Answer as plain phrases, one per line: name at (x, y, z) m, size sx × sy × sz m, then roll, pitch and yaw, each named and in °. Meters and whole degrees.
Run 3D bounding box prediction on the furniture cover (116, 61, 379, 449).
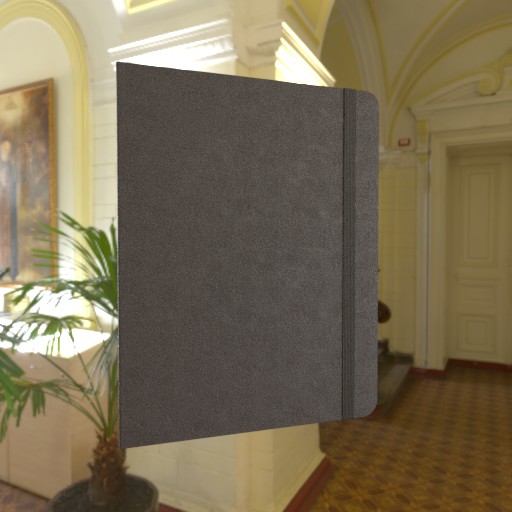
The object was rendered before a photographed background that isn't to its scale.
furniture cover at (0.000, 0.000, 0.362) m, size 0.216 × 0.281 × 0.023 m, roll 0°, pitch 1°, yaw -18°
